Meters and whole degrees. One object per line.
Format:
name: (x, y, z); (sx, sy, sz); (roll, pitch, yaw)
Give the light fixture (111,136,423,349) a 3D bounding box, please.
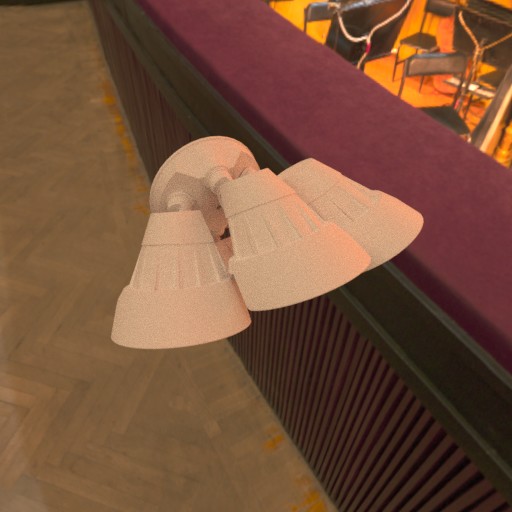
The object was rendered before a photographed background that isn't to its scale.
light fixture: (0.000, 0.000, 0.529); (0.369, 0.237, 0.278); (-23, 51, -20)
